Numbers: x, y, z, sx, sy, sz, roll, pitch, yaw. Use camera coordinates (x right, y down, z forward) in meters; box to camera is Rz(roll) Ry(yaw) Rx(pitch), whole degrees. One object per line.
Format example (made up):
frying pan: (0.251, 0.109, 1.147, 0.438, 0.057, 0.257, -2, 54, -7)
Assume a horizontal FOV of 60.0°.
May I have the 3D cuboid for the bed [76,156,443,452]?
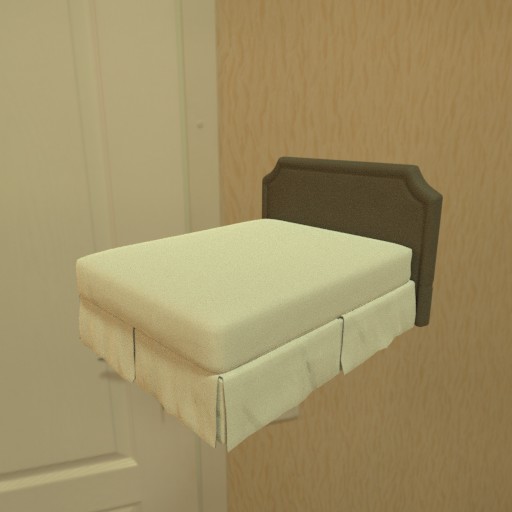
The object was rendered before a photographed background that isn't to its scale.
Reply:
bed: (0.000, 0.000, 3.315, 2.181, 1.297, 1.831, -16, 23, -42)
